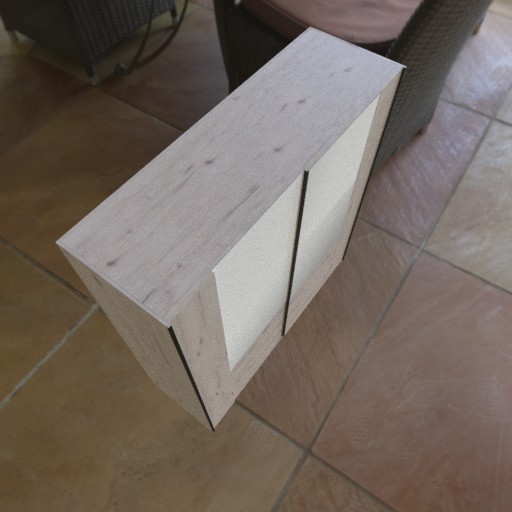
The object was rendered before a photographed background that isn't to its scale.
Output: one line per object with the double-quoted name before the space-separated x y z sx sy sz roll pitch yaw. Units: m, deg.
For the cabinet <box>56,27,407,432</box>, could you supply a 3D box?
"cabinet" 0.000 0.000 3.151 0.660 2.180 2.000 33 64 18
